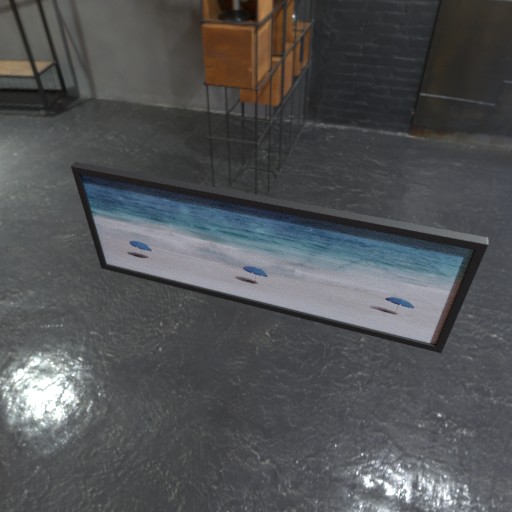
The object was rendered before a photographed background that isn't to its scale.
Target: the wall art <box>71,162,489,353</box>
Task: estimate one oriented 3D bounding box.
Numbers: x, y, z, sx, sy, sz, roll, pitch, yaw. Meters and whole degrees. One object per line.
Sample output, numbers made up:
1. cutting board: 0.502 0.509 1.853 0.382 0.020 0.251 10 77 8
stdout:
1. wall art: 0.000 0.000 1.792 1.572 0.554 0.041 12 42 14
